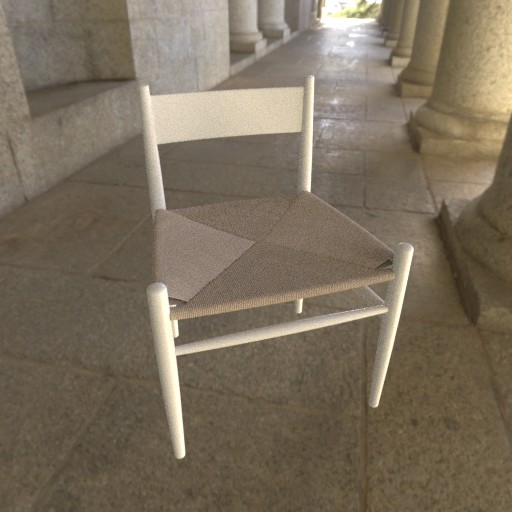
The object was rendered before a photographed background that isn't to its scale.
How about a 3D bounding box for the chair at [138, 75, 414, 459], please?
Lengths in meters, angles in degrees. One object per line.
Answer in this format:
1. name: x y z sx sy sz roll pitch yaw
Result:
1. chair: 0.000 0.000 1.115 0.556 0.762 0.495 -9 32 -14
